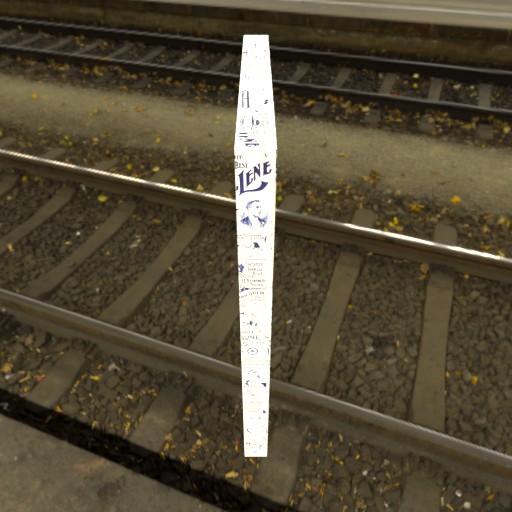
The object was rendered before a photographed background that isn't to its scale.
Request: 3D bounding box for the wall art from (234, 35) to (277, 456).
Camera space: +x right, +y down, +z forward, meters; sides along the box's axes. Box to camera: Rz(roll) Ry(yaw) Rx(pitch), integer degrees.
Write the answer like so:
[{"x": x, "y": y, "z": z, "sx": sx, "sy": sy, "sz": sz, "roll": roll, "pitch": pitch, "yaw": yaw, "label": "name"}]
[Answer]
[{"x": 0.000, "y": 0.000, "z": 0.476, "sx": 0.025, "sy": 0.376, "sz": 0.255, "roll": 0, "pitch": 40, "yaw": 0, "label": "wall art"}]
